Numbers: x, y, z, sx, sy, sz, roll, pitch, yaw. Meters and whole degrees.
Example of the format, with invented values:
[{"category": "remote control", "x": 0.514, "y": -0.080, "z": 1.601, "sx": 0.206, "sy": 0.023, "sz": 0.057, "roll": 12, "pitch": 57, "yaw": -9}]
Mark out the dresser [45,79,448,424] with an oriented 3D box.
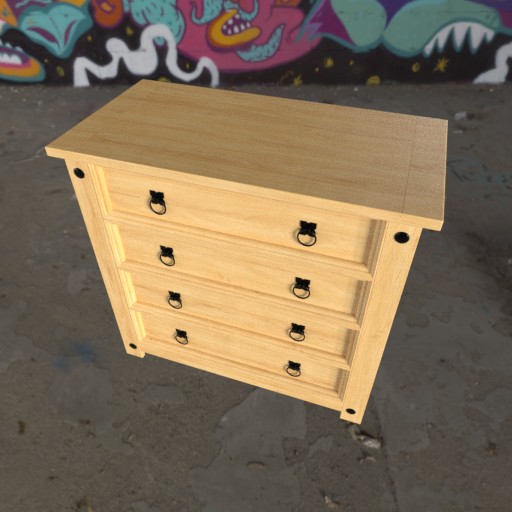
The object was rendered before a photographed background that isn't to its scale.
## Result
[{"category": "dresser", "x": 0.000, "y": 0.000, "z": 1.222, "sx": 0.800, "sy": 0.730, "sz": 0.410, "roll": 13, "pitch": 43, "yaw": 14}]
